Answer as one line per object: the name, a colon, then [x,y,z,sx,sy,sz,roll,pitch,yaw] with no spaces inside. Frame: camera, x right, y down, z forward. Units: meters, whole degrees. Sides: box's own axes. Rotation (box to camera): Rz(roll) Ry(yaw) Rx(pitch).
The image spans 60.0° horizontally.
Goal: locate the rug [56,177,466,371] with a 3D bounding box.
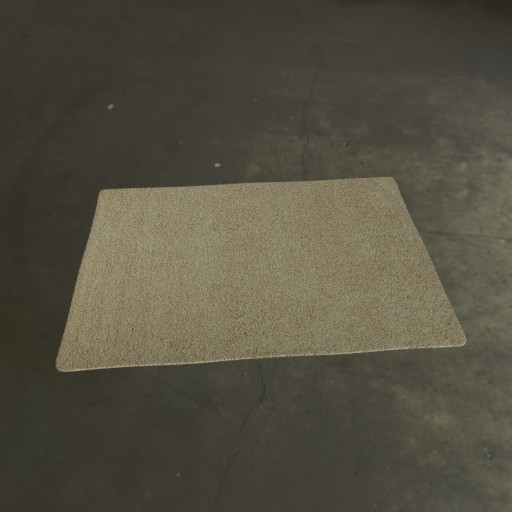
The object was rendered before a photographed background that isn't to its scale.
rug: [0.000,0.000,3.475,2.700,0.024,1.801,-3,48,-3]
